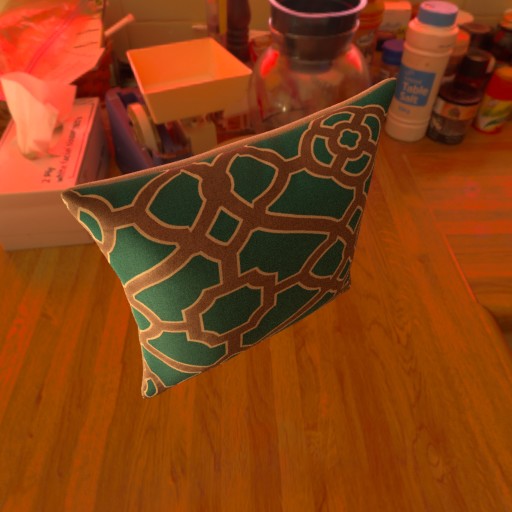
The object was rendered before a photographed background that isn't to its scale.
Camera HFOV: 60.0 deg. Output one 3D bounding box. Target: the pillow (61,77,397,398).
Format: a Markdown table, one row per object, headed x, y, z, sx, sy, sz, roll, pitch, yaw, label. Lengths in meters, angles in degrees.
| x | y | z | sx | sy | sz | roll | pitch | yaw | label |
| --- | --- | --- | --- | --- | --- | --- | --- | --- | --- |
| 0.000 | 0.000 | 0.778 | 0.526 | 0.507 | 0.166 | -25 | 52 | -21 | pillow |
